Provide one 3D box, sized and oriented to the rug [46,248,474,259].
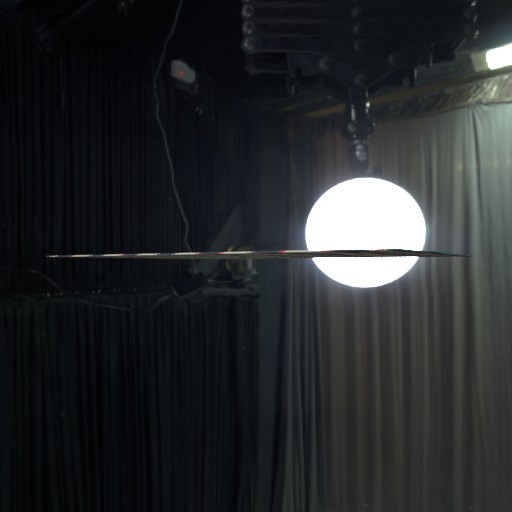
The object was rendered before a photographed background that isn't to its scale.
[{"bbox_3d":[0.000,0.000,2.850,2.311,0.010,1.522,-1,-1,35],"label":"rug"}]
